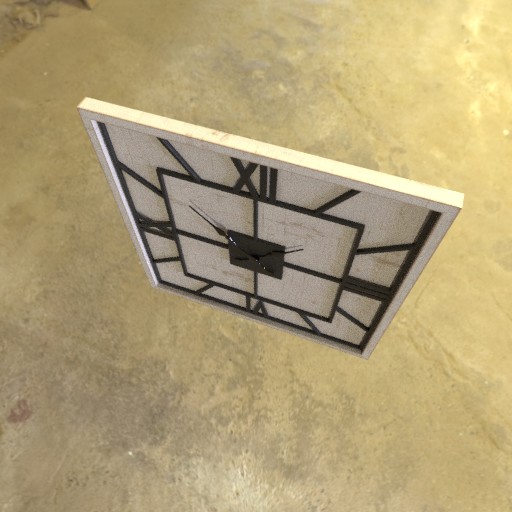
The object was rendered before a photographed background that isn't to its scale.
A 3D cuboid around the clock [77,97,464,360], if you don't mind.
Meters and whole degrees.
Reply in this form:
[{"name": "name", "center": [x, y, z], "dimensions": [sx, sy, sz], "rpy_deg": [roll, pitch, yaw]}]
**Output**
[{"name": "clock", "center": [0.000, 0.000, 1.070], "dimensions": [0.705, 0.705, 0.032], "rpy_deg": [17, 59, 11]}]
